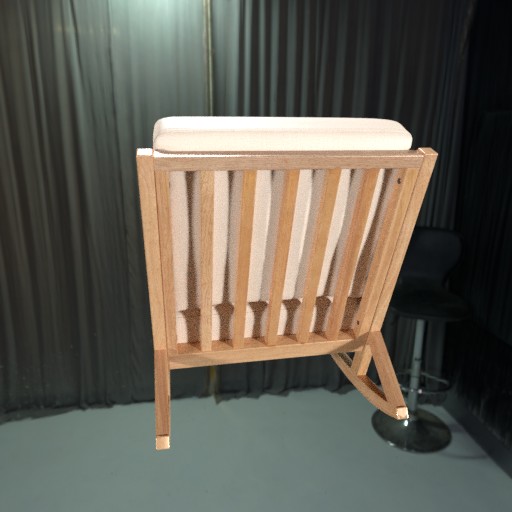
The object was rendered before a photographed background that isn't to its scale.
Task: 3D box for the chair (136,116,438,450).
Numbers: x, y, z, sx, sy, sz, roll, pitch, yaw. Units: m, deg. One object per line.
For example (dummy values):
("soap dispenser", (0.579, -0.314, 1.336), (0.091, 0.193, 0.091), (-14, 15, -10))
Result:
("chair", (0.000, 0.000, 1.369), (0.622, 0.790, 0.857), (-3, 15, -11))
